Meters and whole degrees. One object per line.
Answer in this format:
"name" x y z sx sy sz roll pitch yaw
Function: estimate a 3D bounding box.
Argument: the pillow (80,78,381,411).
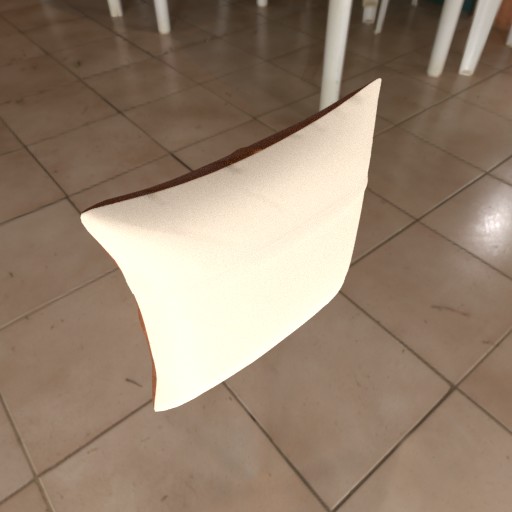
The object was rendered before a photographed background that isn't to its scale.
"pillow" 0.000 0.000 0.751 0.501 0.477 0.192 -32 54 -27
